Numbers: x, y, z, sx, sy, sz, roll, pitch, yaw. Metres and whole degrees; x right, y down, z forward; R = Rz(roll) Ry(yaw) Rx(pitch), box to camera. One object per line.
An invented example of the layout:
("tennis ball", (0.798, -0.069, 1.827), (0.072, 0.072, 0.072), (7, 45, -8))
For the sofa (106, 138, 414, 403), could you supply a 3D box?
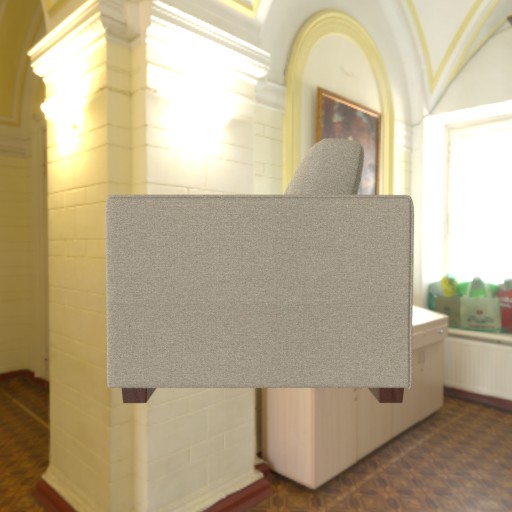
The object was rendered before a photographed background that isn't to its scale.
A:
("sofa", (0.000, 0.000, 2.319), (1.007, 0.924, 1.812), (0, 1, 0))
